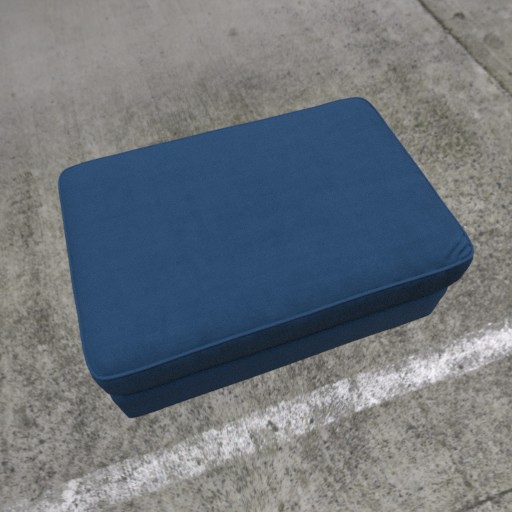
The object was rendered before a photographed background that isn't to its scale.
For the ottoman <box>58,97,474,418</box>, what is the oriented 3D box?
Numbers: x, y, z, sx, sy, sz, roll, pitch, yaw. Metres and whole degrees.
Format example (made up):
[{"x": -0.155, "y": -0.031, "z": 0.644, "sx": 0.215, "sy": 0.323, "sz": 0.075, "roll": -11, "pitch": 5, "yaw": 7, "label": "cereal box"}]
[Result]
[{"x": 0.000, "y": 0.000, "z": 1.200, "sx": 0.862, "sy": 0.484, "sz": 0.583, "roll": -17, "pitch": 59, "yaw": -10, "label": "ottoman"}]
